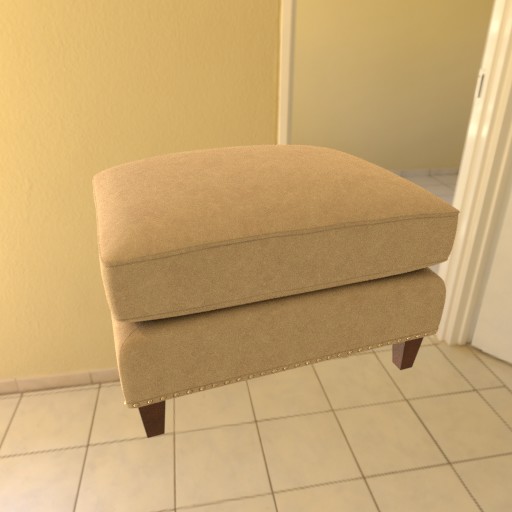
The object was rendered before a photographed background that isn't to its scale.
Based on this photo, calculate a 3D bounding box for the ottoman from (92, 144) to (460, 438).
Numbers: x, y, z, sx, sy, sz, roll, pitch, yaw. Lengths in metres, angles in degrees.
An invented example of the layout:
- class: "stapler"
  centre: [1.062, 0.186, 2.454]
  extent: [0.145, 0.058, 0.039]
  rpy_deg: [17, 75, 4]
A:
- class: "ottoman"
  centre: [0.000, 0.000, 1.142]
  extent: [0.741, 0.513, 0.584]
  rpy_deg: [-9, 28, -18]
